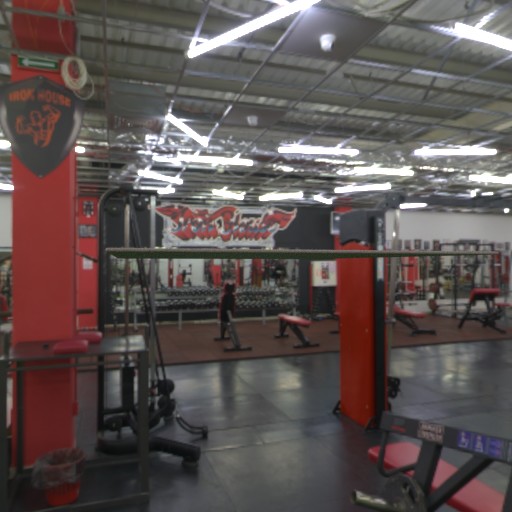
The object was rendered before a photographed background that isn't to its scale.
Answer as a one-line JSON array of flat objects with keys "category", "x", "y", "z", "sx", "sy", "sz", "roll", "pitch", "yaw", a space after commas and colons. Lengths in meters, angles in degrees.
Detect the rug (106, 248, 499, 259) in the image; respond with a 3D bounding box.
[{"category": "rug", "x": 0.000, "y": 0.000, "z": 3.984, "sx": 2.434, "sy": 0.032, "sz": 3.007, "roll": 0, "pitch": -1, "yaw": -16}]
